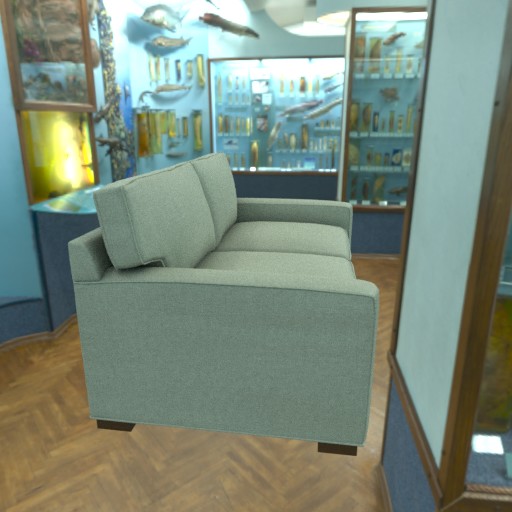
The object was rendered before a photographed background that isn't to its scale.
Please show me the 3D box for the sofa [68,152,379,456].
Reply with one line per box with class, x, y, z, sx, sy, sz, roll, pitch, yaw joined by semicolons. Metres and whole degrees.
sofa;0.000;0.000;2.040;0.940;0.853;1.484;3;17;8
